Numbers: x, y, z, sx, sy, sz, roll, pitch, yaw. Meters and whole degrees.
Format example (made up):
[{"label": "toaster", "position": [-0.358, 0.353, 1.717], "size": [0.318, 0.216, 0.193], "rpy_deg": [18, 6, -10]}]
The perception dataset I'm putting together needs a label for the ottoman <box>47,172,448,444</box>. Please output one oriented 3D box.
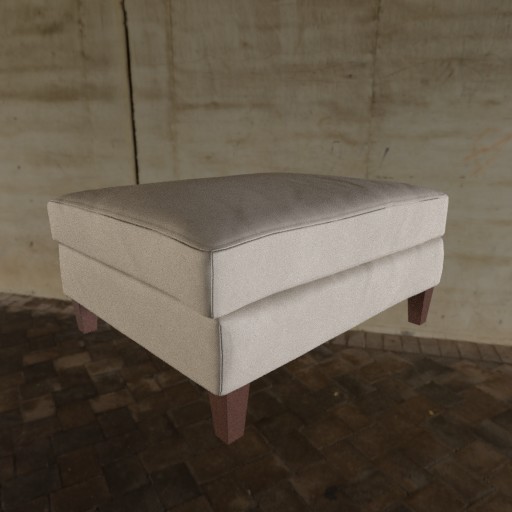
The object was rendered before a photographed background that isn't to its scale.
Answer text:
[{"label": "ottoman", "position": [0.000, 0.000, 1.434], "size": [1.002, 0.492, 0.836], "rpy_deg": [-15, 22, -41]}]
